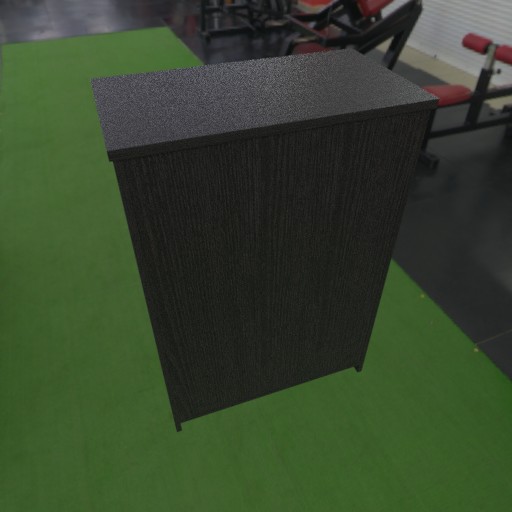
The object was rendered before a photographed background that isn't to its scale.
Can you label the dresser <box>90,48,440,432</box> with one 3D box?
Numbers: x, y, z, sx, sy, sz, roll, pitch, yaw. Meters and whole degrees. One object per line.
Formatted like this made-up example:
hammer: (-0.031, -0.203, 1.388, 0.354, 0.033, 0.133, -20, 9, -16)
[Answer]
dresser: (0.000, 0.000, 1.345, 0.704, 1.020, 0.399, -13, 43, -15)
